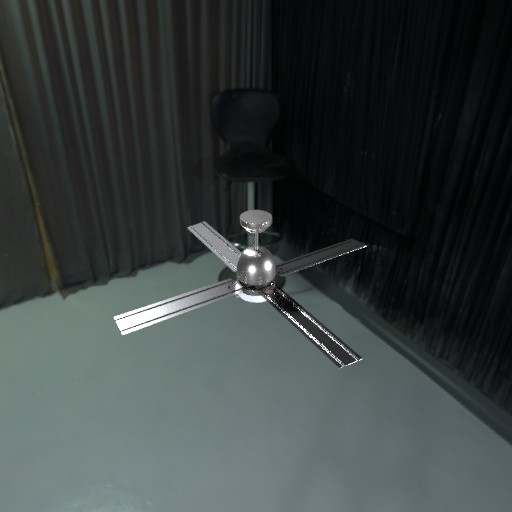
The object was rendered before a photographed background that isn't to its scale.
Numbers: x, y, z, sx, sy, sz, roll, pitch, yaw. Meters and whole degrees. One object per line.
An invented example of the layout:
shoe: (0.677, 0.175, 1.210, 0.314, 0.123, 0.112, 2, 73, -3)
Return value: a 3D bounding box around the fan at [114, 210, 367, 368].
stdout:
fan: (0.000, 0.000, 2.074, 1.346, 0.406, 1.346, -19, 36, -28)
